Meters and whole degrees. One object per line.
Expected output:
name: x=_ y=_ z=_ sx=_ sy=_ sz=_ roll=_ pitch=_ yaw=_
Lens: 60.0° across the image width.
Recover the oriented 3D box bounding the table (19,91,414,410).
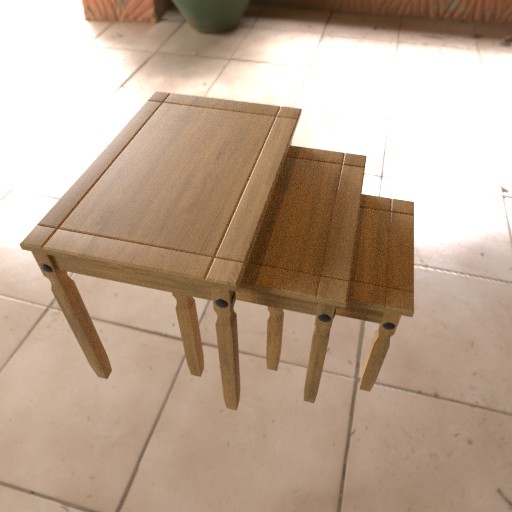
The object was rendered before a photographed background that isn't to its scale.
table: x=0.000 y=0.000 z=1.199 sx=0.773 sy=0.535 sz=0.660 roll=10 pitch=47 yaw=10
